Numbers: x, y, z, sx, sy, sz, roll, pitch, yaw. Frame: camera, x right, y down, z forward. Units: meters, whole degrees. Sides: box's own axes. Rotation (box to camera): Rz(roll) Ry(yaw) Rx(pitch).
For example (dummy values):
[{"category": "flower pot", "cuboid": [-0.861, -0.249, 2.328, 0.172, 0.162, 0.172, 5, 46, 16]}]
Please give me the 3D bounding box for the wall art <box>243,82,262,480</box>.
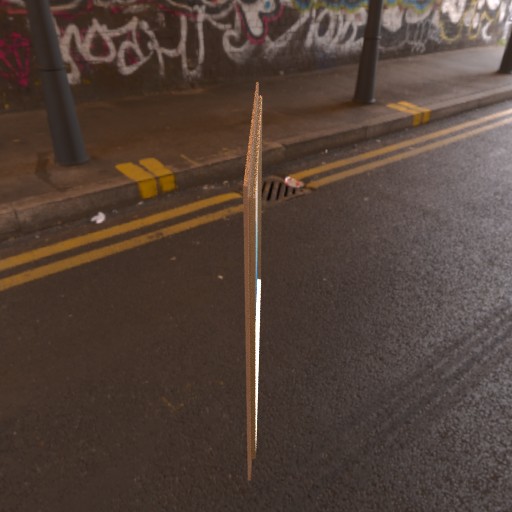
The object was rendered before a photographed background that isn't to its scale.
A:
[{"category": "wall art", "cuboid": [0.000, 0.000, 1.719, 0.025, 1.067, 1.168, 1, 32, 1]}]
